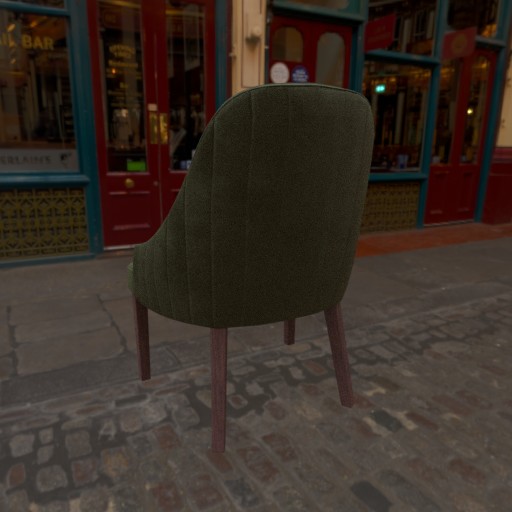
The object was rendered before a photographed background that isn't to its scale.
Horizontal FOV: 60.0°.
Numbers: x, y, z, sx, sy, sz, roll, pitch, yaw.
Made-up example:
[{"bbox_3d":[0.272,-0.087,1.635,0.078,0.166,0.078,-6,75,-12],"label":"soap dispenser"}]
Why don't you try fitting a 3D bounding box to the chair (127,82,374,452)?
[{"bbox_3d":[0.000,0.000,1.295,0.643,0.889,0.575,-7,16,-27],"label":"chair"}]
